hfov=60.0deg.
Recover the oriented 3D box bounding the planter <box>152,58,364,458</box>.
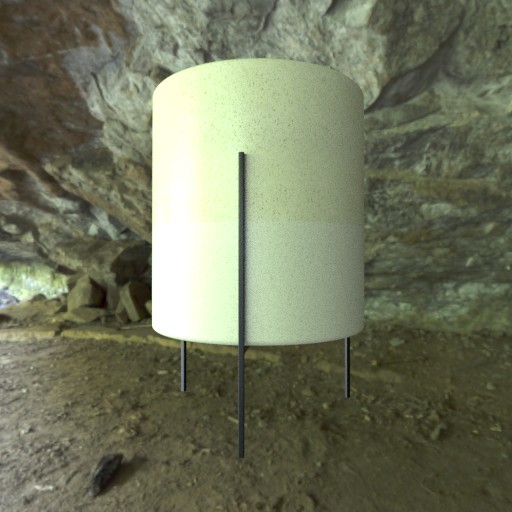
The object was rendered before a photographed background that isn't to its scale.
[{"bbox_3d":[0.000,0.000,0.699,0.333,0.483,0.324,0,-1,37],"label":"planter"}]
